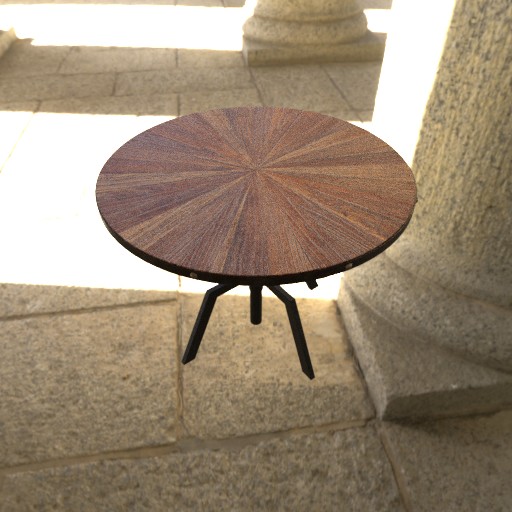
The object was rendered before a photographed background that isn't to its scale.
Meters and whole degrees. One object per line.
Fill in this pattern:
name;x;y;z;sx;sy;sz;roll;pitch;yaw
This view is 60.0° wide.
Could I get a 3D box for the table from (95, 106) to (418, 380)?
table;0.000;0.000;1.476;0.885;0.658;0.885;0;41;0
